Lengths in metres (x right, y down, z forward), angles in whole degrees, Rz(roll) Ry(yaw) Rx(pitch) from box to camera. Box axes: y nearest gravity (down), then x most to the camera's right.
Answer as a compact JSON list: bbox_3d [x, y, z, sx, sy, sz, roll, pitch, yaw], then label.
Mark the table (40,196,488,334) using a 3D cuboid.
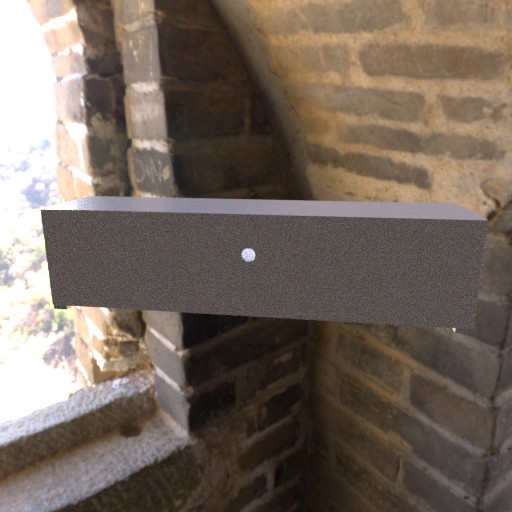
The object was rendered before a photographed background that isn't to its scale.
[{"bbox_3d":[0.000,0.000,1.859,1.650,0.420,0.390,2,15,8],"label":"table"}]
